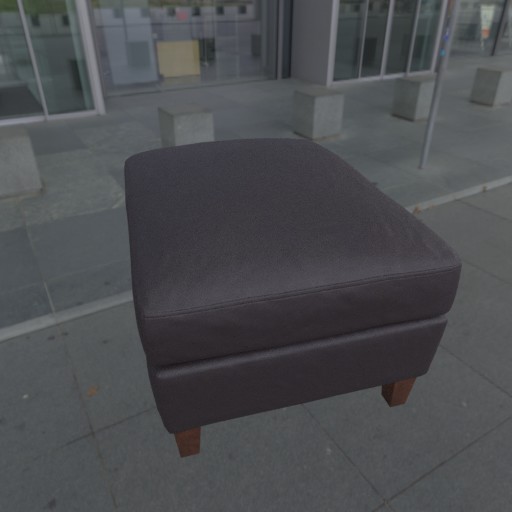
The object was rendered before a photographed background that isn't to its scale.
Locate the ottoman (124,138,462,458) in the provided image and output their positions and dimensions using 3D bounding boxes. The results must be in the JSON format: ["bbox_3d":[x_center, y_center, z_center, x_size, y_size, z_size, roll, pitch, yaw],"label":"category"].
[{"bbox_3d":[0.000,0.000,1.242,0.659,0.529,0.887,-8,32,-13],"label":"ottoman"}]
